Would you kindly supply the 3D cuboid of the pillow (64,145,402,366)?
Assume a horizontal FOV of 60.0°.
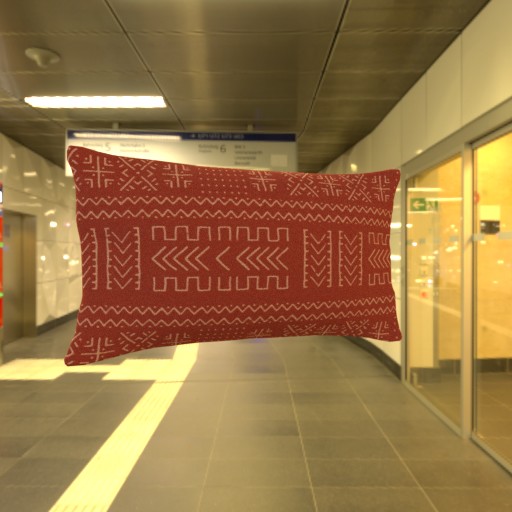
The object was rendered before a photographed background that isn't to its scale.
[{"bbox_3d":[0.000,0.000,0.800,0.640,0.352,0.130,0,0,-19],"label":"pillow"}]
